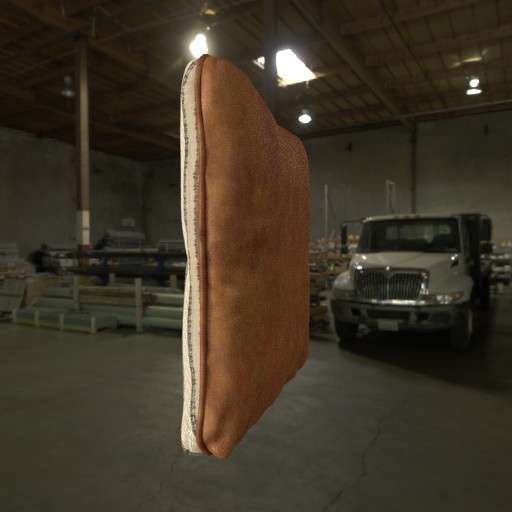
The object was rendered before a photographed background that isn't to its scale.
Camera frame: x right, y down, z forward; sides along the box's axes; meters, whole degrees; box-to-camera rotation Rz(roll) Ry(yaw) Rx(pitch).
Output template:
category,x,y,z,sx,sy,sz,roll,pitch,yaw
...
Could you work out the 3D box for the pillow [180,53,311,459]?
category,x,y,z,sx,sy,sz,roll,pitch,yaw
pillow,0.000,0.000,0.738,0.130,0.490,0.489,0,1,18
